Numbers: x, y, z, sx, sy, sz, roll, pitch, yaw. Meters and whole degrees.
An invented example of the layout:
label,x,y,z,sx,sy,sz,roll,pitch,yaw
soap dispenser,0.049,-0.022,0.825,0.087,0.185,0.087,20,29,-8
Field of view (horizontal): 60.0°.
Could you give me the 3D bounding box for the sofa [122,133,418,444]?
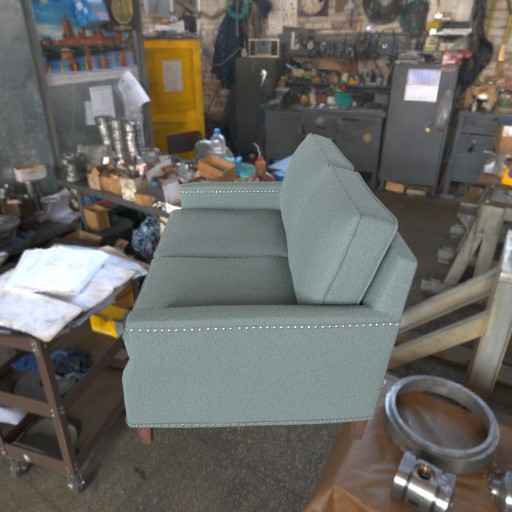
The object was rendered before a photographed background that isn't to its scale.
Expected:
label,x,y,z,sx,sy,sz,roll,pitch,yaw
sofa,0.000,0.000,2.304,1.084,1.003,1.597,-1,27,-1
